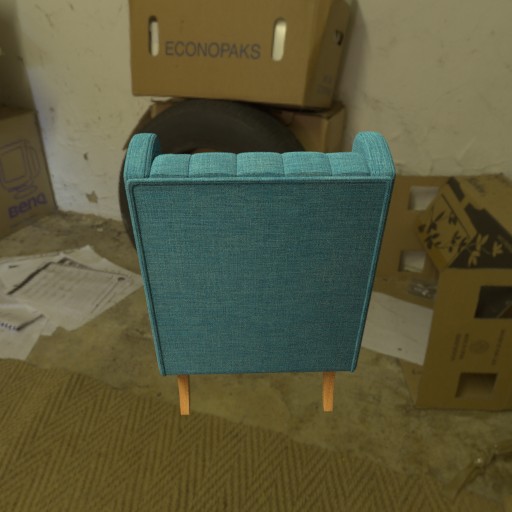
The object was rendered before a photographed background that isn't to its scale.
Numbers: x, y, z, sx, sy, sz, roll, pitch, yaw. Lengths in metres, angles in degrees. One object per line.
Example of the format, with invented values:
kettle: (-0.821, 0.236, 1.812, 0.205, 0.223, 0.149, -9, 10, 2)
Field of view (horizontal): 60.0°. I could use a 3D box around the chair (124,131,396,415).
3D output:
chair: (0.000, 0.000, 1.547, 0.711, 0.952, 0.775, -1, 30, -1)
